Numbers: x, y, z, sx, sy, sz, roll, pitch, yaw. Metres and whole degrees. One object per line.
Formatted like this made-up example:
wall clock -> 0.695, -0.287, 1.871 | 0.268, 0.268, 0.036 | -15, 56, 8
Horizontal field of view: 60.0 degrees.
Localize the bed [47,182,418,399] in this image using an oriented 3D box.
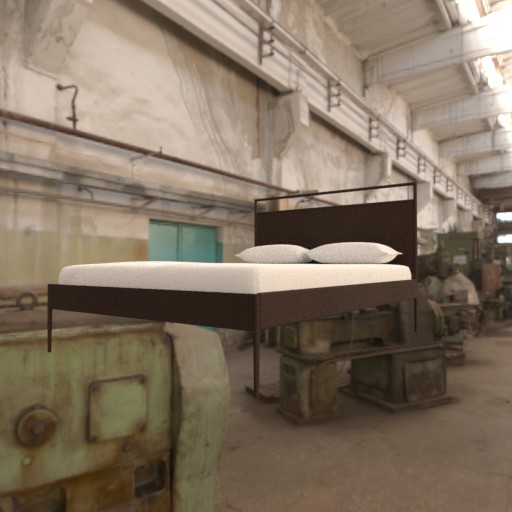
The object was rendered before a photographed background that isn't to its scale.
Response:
bed -> 0.000, 0.000, 3.067 | 1.572, 1.173, 2.122 | -1, -1, 36
